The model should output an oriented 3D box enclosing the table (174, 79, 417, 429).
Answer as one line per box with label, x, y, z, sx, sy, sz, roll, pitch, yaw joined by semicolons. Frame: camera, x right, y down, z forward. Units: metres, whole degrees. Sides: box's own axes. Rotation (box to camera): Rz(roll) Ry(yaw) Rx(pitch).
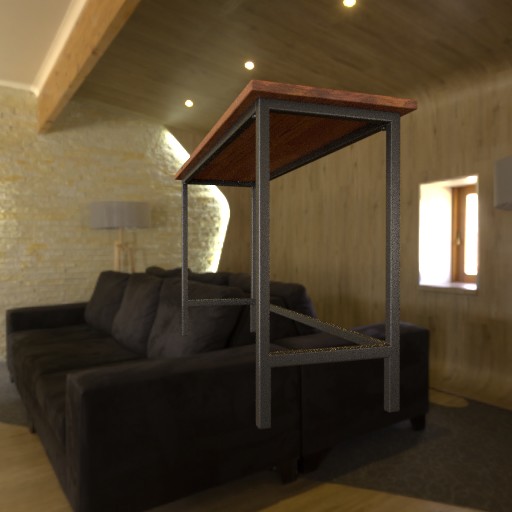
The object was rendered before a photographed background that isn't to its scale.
table;0.000;0.000;1.550;0.408;0.740;1.204;0;1;-18
